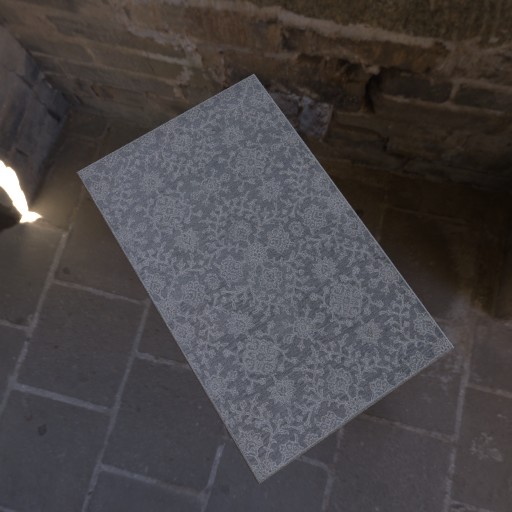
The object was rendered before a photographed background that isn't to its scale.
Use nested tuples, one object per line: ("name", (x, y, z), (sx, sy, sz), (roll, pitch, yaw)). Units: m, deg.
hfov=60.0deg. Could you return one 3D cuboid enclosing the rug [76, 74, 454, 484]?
("rug", (0.000, 0.000, 3.040), (1.515, 0.010, 2.430), (-32, 78, -7))
